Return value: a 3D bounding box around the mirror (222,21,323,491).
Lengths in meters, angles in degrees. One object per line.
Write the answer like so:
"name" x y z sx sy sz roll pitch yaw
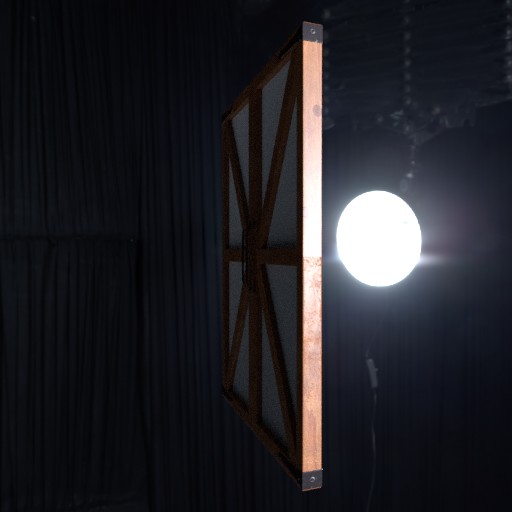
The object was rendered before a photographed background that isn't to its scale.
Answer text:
"mirror" 0.000 0.000 0.962 0.053 0.761 0.517 0 1 -19
